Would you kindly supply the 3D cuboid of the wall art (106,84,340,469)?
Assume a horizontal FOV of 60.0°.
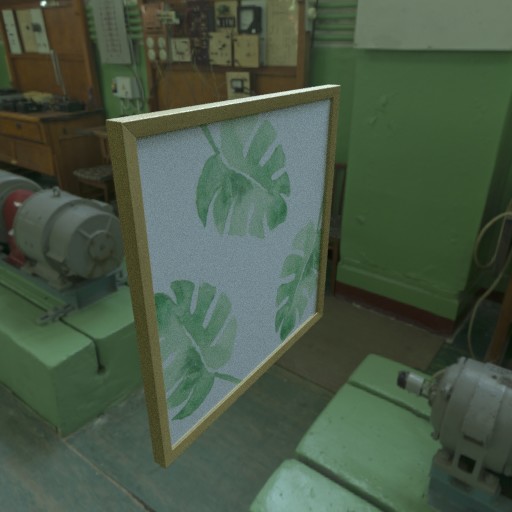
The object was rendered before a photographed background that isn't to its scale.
[{"bbox_3d":[0.000,0.000,1.127,0.037,0.763,0.763,17,31,31],"label":"wall art"}]
